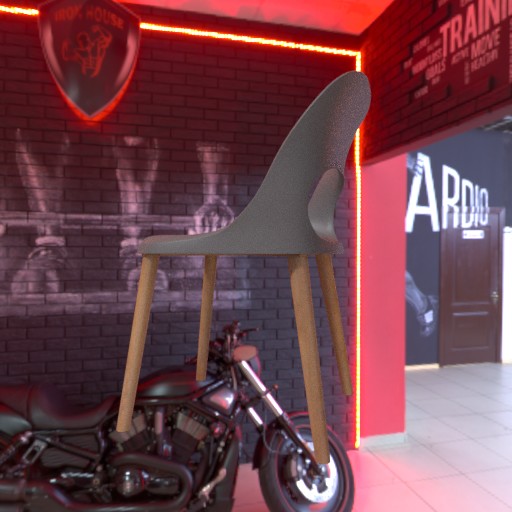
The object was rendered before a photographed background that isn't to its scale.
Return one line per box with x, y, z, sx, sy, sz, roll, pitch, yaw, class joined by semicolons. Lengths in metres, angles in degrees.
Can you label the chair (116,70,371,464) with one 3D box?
0.000;0.000;1.121;0.556;0.795;0.470;0;1;18;chair
